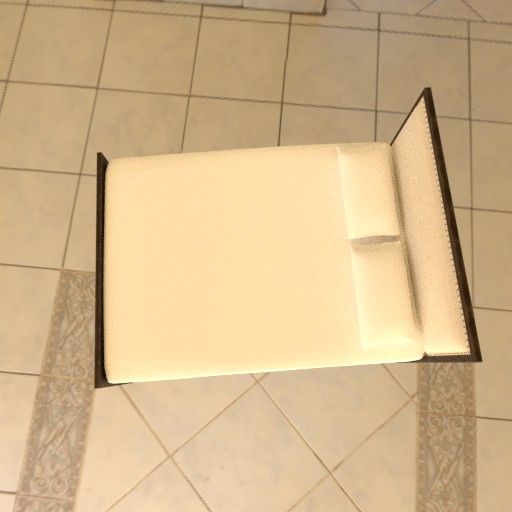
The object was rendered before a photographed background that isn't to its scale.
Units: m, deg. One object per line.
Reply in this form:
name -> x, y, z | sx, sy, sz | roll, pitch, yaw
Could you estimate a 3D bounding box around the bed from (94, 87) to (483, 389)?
bed -> 0.000, 0.000, 3.085 | 2.221, 1.313, 1.607 | -4, 76, -1
